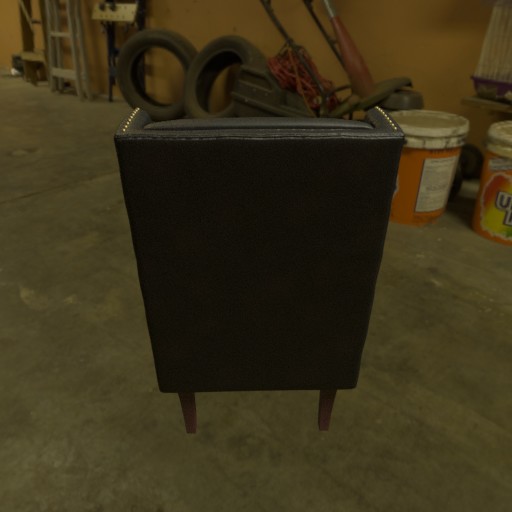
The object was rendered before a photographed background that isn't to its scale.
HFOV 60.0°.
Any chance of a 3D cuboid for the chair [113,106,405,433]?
[{"bbox_3d":[0.000,0.000,1.634,0.703,1.142,0.799,-1,30,-1],"label":"chair"}]
